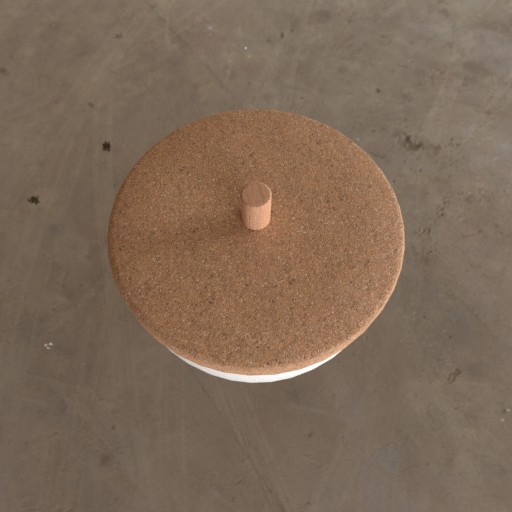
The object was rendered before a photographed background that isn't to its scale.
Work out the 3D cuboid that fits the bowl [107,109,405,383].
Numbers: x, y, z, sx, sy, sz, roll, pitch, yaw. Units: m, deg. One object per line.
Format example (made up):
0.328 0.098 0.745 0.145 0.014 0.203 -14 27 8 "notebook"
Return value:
0.000 0.000 0.220 0.126 0.110 0.126 0 65 0 "bowl"
